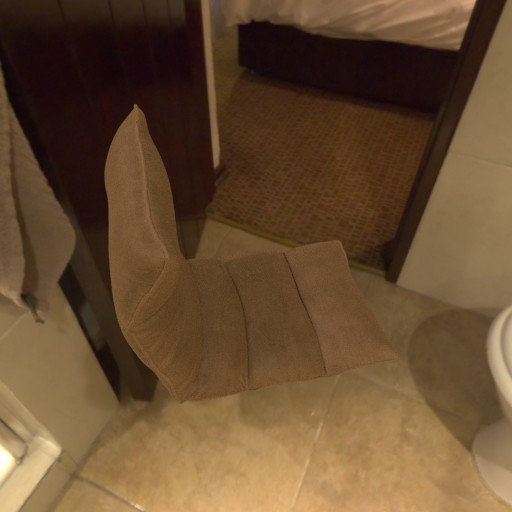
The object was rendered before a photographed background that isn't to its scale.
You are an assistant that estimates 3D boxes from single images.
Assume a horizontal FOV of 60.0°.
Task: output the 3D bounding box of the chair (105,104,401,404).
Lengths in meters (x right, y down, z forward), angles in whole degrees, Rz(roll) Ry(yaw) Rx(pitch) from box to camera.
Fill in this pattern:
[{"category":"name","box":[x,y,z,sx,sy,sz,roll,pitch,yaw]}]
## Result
[{"category":"chair","box":[0.000,0.000,1.613,0.985,0.892,0.714,-9,49,-8]}]
